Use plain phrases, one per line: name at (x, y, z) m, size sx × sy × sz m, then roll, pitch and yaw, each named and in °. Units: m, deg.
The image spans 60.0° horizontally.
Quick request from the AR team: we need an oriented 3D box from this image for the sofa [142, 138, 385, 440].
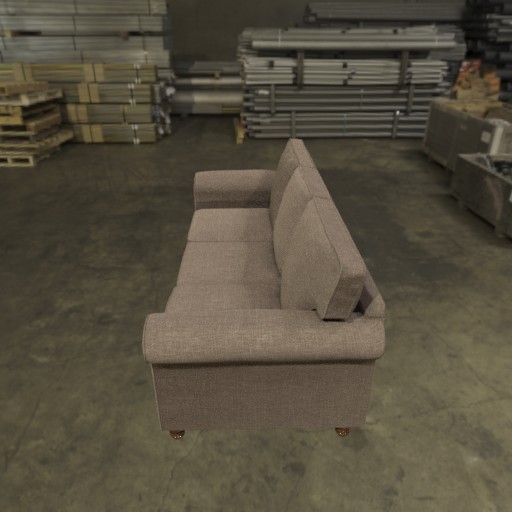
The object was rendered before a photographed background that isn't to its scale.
sofa at (0.000, 0.000, 2.600) m, size 0.916 × 0.961 × 2.084 m, roll -1°, pitch 27°, yaw -1°
